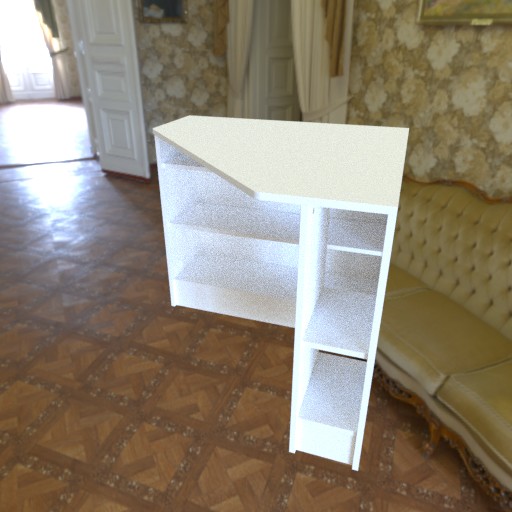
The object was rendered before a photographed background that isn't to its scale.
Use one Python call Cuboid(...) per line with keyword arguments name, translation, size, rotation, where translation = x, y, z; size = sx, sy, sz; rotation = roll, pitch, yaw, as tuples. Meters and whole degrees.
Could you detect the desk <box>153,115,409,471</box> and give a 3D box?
Cuboid(name="desk", translation=(0.000, 0.000, 1.641), size=(0.940, 0.818, 0.926), rotation=(9, 28, 17))
